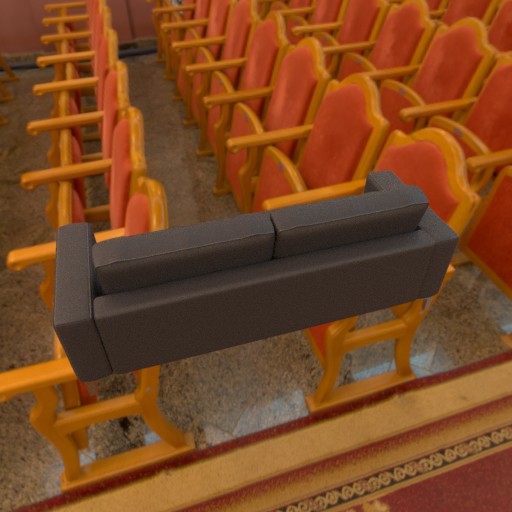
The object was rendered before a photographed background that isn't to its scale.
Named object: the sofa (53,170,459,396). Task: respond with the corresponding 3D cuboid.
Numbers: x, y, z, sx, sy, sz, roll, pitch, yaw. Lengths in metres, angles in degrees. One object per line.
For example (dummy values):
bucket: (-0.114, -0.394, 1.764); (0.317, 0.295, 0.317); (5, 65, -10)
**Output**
sofa: (0.000, 0.000, 2.733); (2.275, 0.893, 0.833); (-12, 43, -13)
